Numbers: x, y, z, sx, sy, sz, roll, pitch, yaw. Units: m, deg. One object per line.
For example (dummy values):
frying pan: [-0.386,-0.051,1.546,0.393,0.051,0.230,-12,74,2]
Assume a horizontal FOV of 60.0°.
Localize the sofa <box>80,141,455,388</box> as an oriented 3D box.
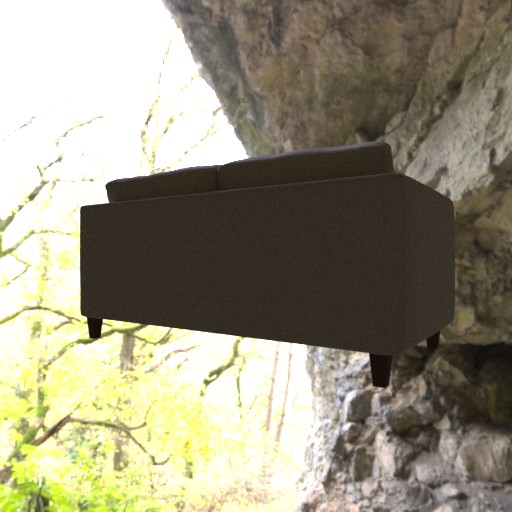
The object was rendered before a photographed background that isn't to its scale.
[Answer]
sofa: [0.000,0.000,2.424,1.884,0.947,0.951,0,0,34]
